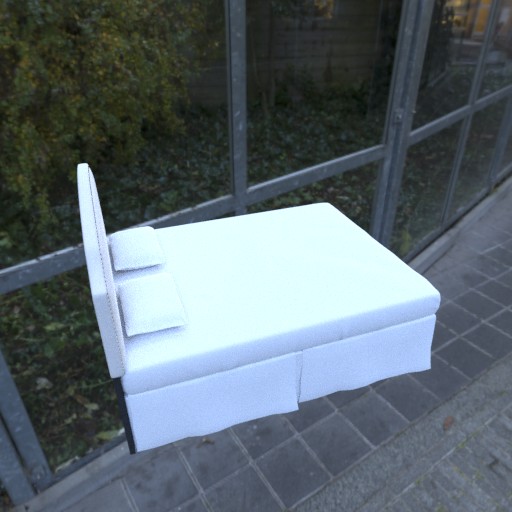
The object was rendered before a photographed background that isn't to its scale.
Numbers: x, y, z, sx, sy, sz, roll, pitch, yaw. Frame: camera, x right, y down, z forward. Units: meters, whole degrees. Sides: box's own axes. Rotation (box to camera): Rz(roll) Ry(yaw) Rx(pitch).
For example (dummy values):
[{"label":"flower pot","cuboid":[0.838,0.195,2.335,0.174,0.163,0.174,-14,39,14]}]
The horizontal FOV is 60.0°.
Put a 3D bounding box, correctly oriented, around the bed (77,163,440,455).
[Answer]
[{"label":"bed","cuboid":[0.000,0.000,2.943,1.999,1.270,1.558,-11,33,-17]}]
